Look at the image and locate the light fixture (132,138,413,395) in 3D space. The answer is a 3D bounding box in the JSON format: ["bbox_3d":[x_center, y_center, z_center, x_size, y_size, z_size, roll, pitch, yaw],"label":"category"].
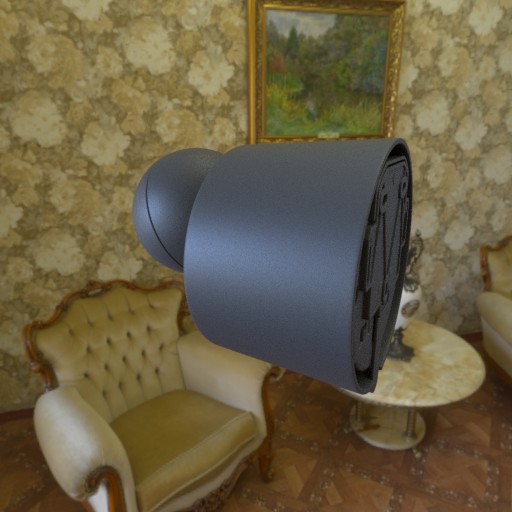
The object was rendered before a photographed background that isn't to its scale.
[{"bbox_3d":[0.000,0.000,0.273,0.160,0.143,0.134,9,19,27],"label":"light fixture"}]
